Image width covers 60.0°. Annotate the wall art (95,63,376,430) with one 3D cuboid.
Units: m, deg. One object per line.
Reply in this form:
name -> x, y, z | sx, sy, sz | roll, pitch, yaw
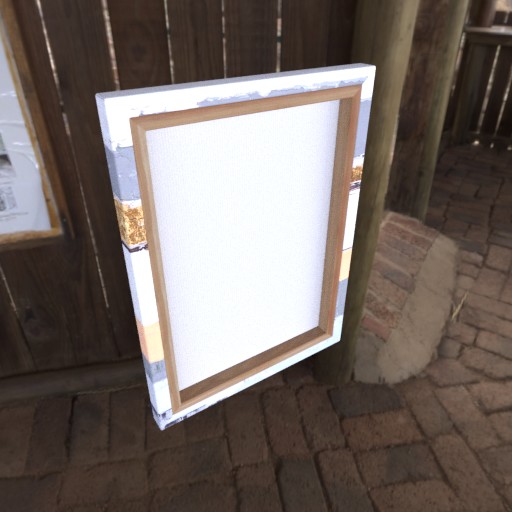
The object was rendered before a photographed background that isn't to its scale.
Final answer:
wall art -> 0.000, 0.000, 0.804 | 0.456, 0.609, 0.038 | -19, 36, -28
